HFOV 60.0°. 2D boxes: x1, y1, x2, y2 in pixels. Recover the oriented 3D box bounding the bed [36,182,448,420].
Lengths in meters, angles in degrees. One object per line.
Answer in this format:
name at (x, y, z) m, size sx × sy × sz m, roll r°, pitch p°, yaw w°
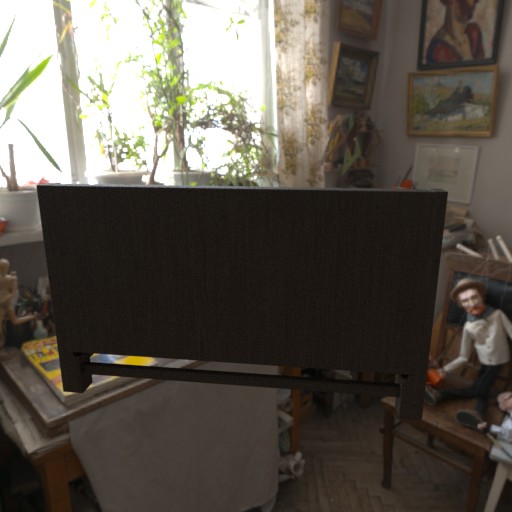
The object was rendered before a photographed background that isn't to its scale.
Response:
bed at (0.000, 0.000, 3.394) m, size 2.134 × 1.270 × 2.012 m, roll 2°, pitch 16°, yaw 7°
